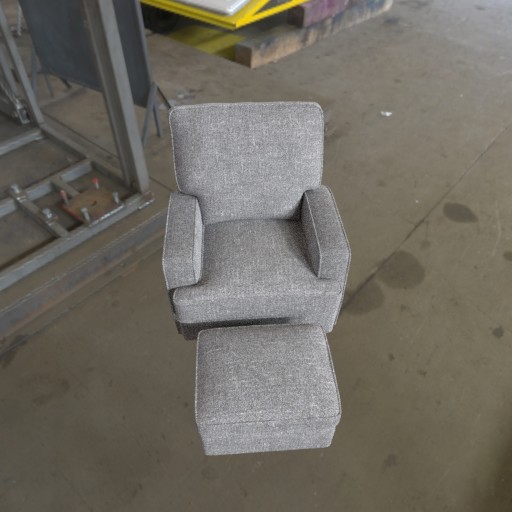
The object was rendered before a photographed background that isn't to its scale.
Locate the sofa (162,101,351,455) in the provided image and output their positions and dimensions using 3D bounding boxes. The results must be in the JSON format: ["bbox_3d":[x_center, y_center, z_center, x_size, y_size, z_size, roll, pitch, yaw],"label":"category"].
[{"bbox_3d":[0.000,0.000,2.051,0.861,0.959,1.472,-3,46,-3],"label":"sofa"}]
